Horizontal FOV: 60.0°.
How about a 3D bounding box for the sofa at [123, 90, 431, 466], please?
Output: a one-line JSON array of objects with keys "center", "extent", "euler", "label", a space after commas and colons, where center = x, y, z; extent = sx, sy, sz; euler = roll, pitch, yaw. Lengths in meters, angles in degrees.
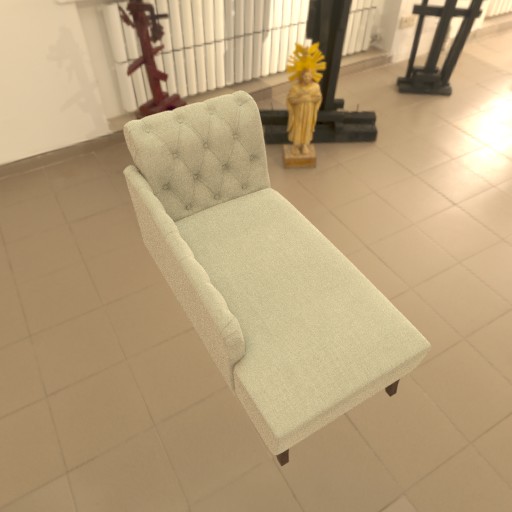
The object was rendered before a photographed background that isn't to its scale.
[{"center": [0.000, 0.000, 1.862], "extent": [0.675, 0.787, 1.379], "euler": [-23, 51, -20], "label": "sofa"}]
